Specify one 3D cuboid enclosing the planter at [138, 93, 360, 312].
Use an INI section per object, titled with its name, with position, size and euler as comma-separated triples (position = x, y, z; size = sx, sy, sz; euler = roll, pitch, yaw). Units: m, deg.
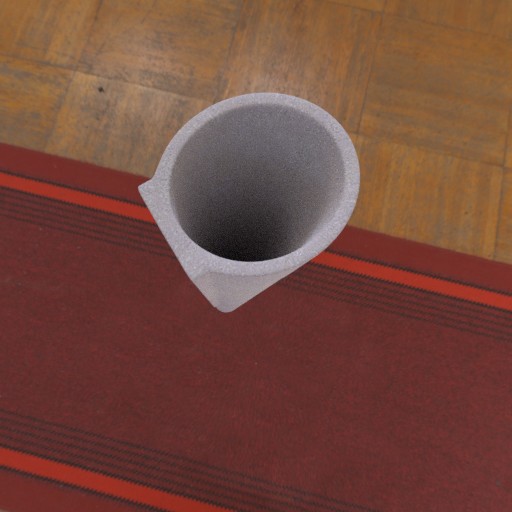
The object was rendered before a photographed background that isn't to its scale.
[planter]
position = 0.000, 0.000, 0.304
size = 0.087, 0.259, 0.078
euler = -31, 78, -7
